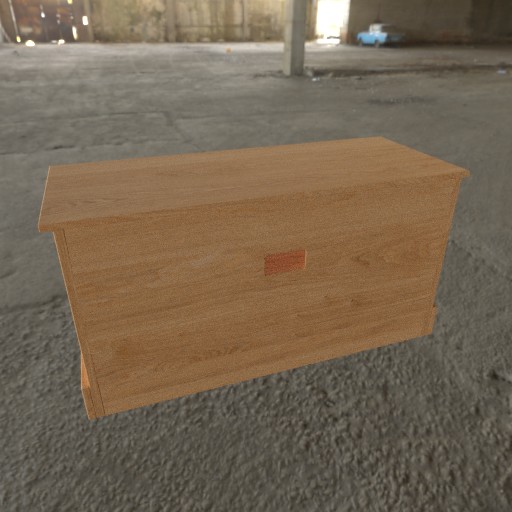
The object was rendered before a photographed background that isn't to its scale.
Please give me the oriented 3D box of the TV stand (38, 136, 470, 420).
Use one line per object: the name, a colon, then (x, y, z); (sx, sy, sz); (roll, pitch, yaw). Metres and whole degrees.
TV stand: (0.000, 0.000, 1.355); (1.080, 0.550, 0.440); (-9, 29, -17)
